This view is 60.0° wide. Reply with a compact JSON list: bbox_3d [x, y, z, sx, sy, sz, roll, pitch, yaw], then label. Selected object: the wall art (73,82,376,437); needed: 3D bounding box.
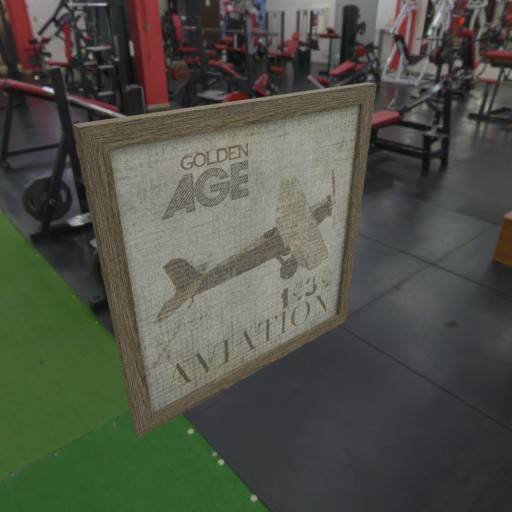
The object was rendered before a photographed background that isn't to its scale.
[{"bbox_3d":[0.000,0.000,0.752,0.508,0.508,0.019,-21,36,-32],"label":"wall art"}]
